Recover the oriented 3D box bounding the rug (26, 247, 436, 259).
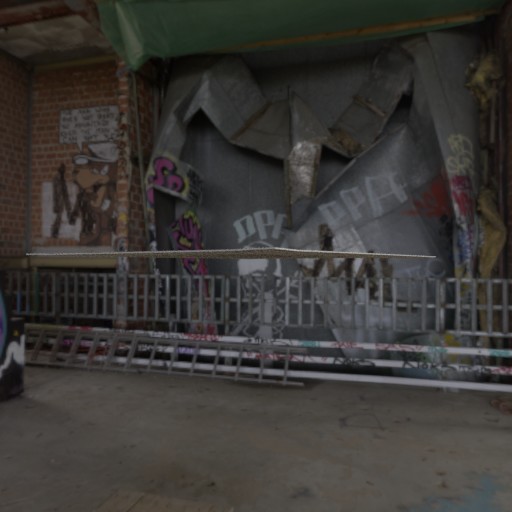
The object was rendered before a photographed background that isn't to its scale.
[{"bbox_3d":[0.000,0.000,4.142,2.451,0.026,3.069,-1,-1,36],"label":"rug"}]
